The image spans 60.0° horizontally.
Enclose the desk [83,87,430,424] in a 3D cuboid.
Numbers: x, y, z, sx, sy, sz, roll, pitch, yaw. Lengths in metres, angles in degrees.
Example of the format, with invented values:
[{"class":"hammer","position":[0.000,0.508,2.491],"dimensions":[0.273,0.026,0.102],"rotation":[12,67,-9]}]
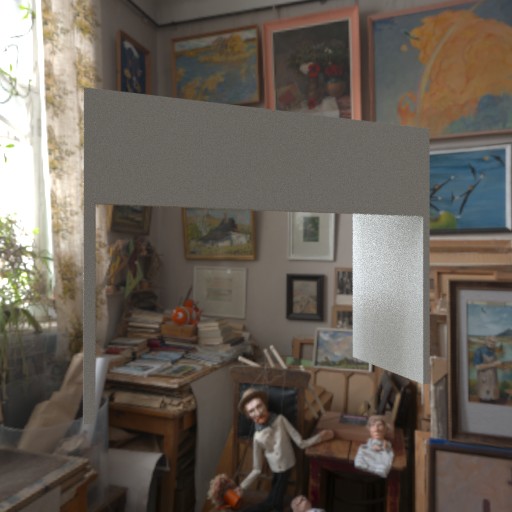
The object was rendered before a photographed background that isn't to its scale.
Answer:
[{"class":"desk","position":[0.000,0.000,1.394],"dimensions":[1.000,0.790,0.400],"rotation":[0,0,-20]}]
